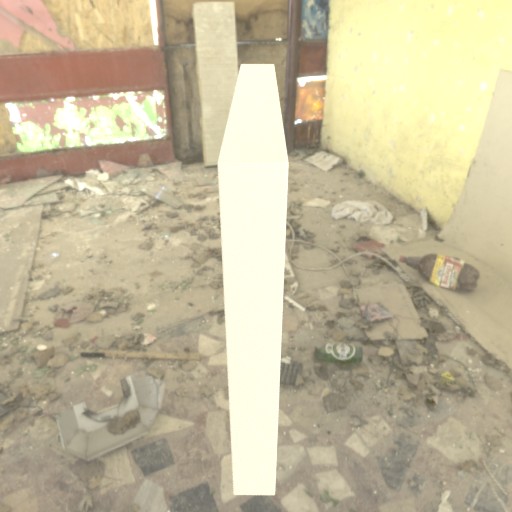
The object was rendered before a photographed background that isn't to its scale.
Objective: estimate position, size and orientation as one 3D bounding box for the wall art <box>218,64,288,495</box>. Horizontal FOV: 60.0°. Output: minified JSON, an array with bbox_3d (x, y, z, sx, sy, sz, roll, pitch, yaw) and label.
[{"bbox_3d":[0.000,0.000,0.438,0.037,0.305,0.305,0,32,1],"label":"wall art"}]
